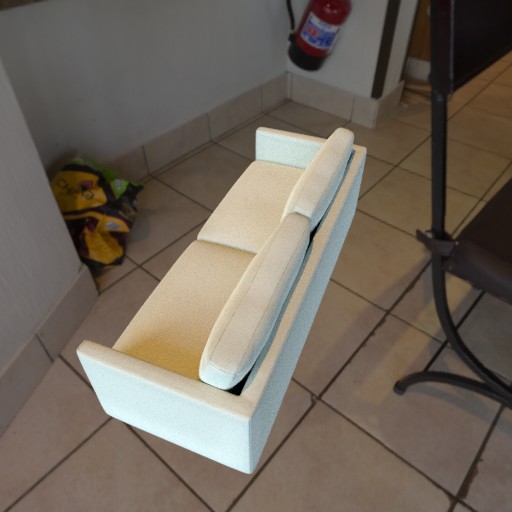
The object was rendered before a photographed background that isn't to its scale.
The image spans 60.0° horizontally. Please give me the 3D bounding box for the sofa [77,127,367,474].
[{"bbox_3d":[0.000,0.000,2.990,0.948,0.965,2.434,16,46,16],"label":"sofa"}]
